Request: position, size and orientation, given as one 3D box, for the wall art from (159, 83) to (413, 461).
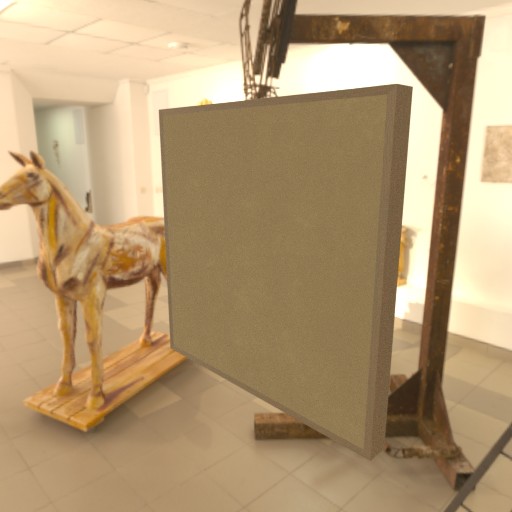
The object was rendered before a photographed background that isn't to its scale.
[{"bbox_3d":[0.000,0.000,0.762,0.038,0.506,0.508,-13,19,-42],"label":"wall art"}]
